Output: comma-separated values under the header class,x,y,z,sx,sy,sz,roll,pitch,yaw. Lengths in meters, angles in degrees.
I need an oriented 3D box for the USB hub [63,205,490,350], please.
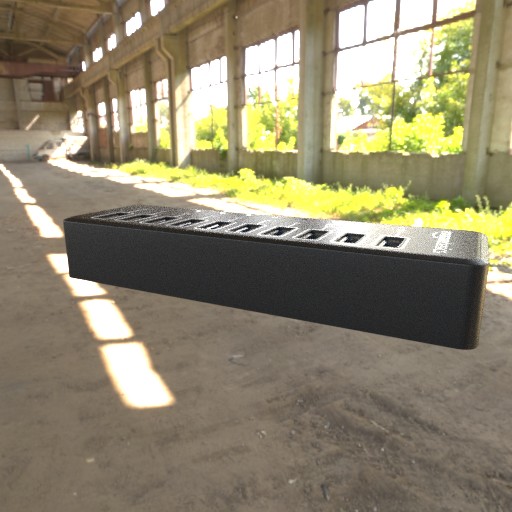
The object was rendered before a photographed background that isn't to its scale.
class,x,y,z,sx,sy,sz,roll,pitch,yaw
USB hub,0.000,0.000,0.157,0.145,0.023,0.044,7,16,25
